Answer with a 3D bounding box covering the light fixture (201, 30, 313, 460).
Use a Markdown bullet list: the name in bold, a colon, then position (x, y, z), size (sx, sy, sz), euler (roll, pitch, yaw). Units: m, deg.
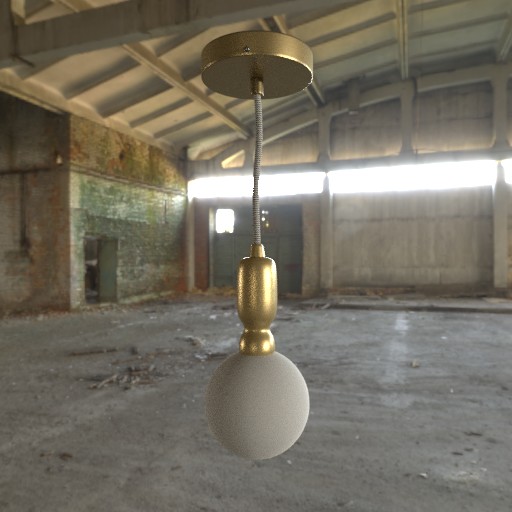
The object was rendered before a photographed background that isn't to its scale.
- **light fixture**: position (0.000, 0.000, 0.571), size (0.146, 0.510, 0.147), euler (0, 0, 19)
